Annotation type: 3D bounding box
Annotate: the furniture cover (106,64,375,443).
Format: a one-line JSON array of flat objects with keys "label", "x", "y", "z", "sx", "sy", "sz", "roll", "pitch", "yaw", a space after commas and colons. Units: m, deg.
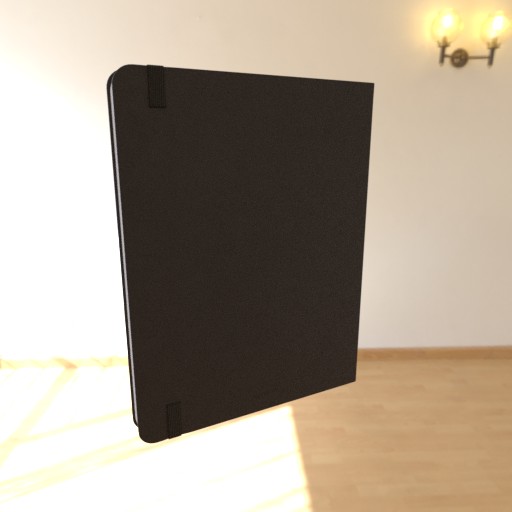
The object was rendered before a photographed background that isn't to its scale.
[{"label": "furniture cover", "x": 0.000, "y": 0.000, "z": 0.369, "sx": 0.216, "sy": 0.281, "sz": 0.023, "roll": -7, "pitch": 16, "yaw": -27}]
